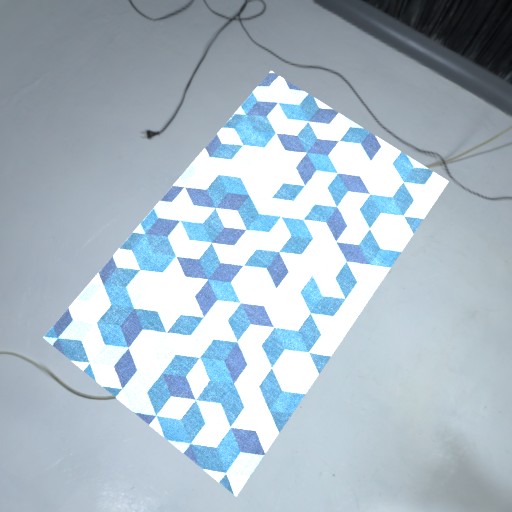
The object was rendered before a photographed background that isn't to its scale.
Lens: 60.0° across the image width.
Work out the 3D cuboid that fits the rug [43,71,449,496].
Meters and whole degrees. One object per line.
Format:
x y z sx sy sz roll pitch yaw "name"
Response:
0.000 0.000 2.921 1.518 0.015 2.438 35 77 9 "rug"
